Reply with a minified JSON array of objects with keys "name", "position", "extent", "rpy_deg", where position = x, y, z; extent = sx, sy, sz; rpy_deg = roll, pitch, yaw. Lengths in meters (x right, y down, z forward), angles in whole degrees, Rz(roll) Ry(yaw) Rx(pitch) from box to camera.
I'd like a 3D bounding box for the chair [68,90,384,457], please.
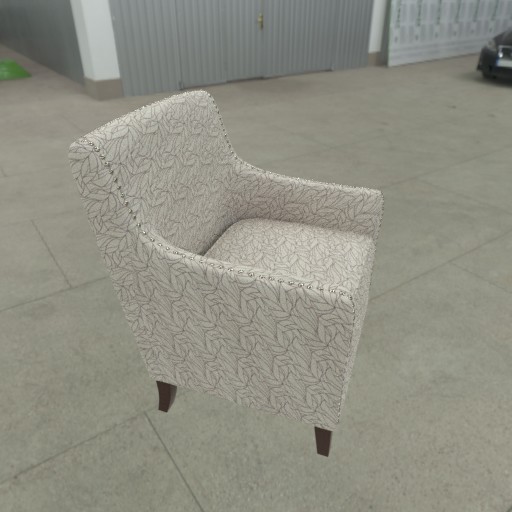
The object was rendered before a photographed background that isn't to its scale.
[{"name":"chair","position":[0.000,0.000,1.296],"extent":[0.651,0.816,0.623],"rpy_deg":[11,33,17]}]
